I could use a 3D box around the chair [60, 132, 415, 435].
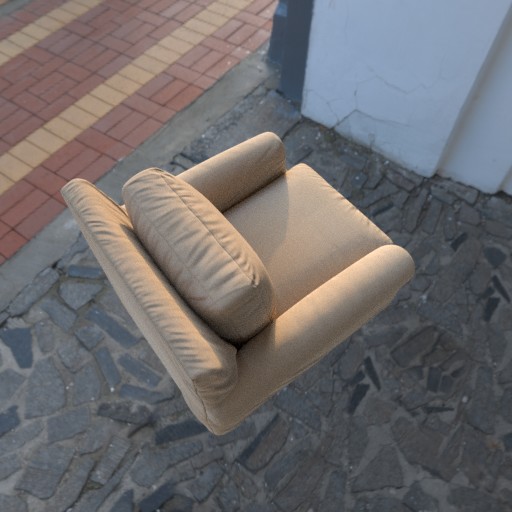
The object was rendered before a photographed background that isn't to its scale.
[{"bbox_3d":[0.000,0.000,1.782,1.066,0.866,0.940,-33,64,-19],"label":"chair"}]
